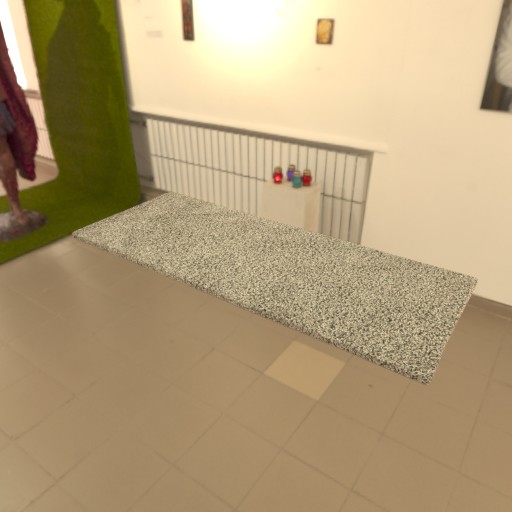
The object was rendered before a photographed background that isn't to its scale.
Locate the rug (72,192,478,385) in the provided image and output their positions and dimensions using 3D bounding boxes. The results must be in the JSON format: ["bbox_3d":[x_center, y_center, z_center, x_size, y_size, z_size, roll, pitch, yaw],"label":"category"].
[{"bbox_3d":[0.000,0.000,1.752,1.524,0.030,0.609,19,34,30],"label":"rug"}]
